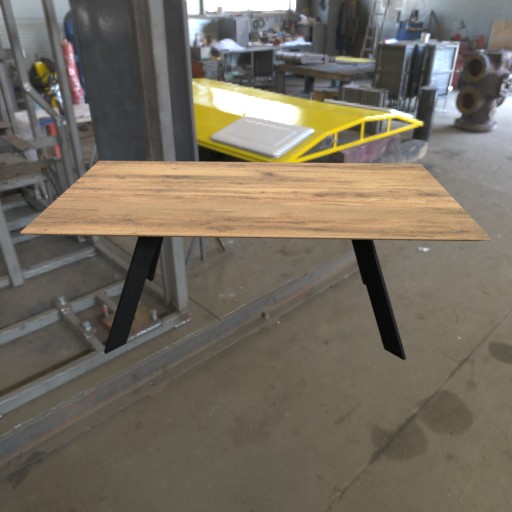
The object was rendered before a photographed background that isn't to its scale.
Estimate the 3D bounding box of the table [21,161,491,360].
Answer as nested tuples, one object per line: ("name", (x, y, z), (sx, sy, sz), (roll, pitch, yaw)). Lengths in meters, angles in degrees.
("table", (0.000, 0.000, 2.507), (2.000, 0.770, 1.000), (1, 30, 2))
